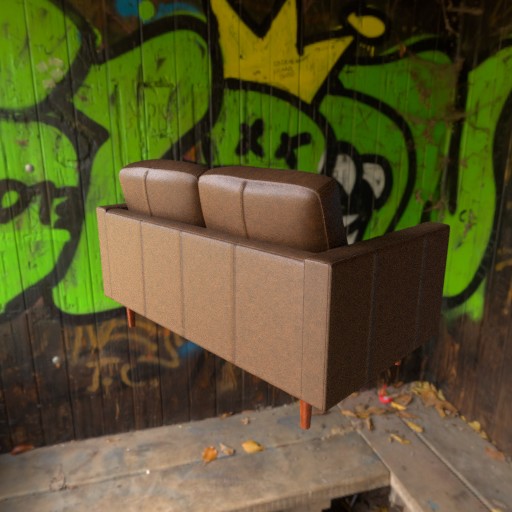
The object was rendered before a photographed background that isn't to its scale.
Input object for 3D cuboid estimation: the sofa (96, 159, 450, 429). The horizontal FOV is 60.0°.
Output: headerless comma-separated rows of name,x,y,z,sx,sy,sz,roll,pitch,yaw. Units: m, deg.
sofa,0.000,0.000,2.238,0.909,0.951,1.578,-14,21,-43
